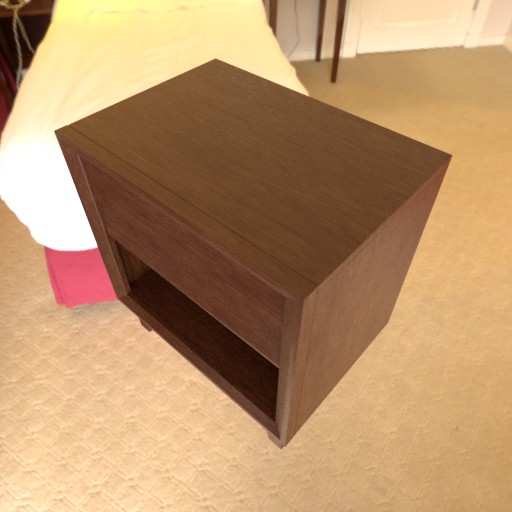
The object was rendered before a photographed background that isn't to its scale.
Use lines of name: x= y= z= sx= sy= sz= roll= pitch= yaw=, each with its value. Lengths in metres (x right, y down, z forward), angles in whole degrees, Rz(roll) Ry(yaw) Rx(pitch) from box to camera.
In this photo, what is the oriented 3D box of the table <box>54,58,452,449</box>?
table: x=0.000 y=0.000 z=0.993 sx=0.557 sy=0.609 sz=0.449 roll=33 pitch=55 yaw=27
